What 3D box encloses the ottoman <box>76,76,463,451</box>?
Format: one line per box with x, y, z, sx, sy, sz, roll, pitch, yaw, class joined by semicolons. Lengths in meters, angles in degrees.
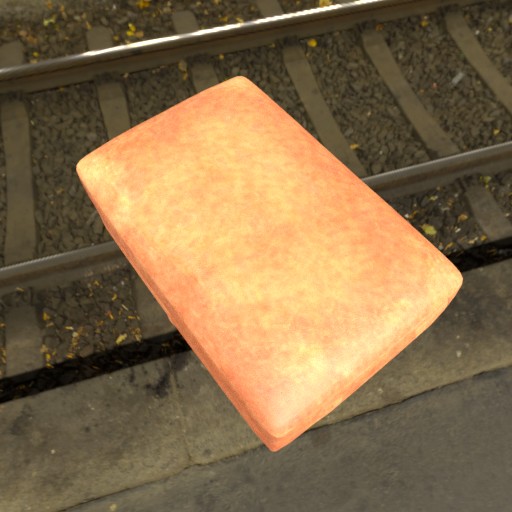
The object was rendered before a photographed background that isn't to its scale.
0.000;0.000;1.201;0.565;0.507;0.852;-34;67;-17;ottoman
